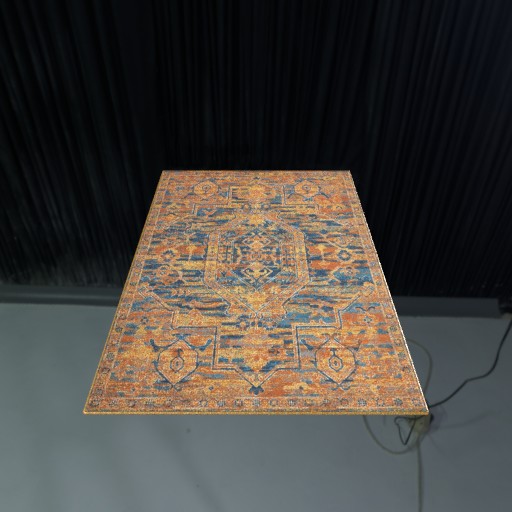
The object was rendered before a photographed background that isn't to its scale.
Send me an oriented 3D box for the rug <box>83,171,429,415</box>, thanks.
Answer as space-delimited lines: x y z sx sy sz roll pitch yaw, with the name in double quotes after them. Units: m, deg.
0.000 0.000 3.730 2.043 0.019 2.916 0 40 0 "rug"
